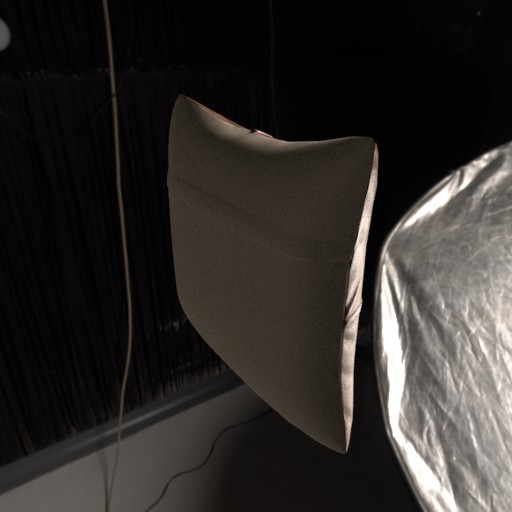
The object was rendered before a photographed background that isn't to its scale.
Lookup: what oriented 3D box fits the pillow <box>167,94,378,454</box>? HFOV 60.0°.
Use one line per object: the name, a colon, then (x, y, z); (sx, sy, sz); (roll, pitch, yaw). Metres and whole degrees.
pillow: (0.000, 0.000, 0.736); (0.192, 0.470, 0.484); (-17, 31, -31)
